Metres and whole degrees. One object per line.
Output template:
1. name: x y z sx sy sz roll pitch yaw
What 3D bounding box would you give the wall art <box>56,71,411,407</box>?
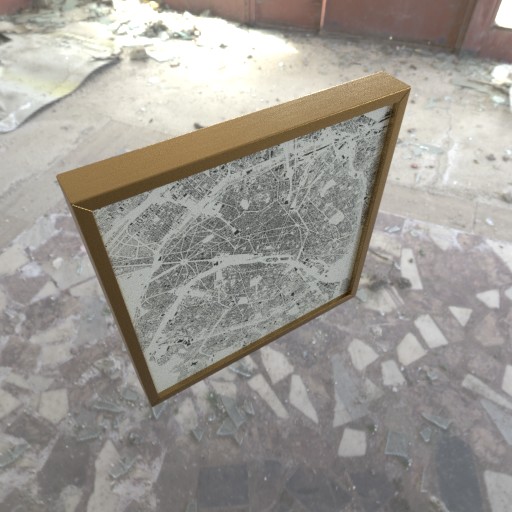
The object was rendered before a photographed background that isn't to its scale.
1. wall art: 0.000 0.000 0.462 0.305 0.305 0.037 -25 52 -21
